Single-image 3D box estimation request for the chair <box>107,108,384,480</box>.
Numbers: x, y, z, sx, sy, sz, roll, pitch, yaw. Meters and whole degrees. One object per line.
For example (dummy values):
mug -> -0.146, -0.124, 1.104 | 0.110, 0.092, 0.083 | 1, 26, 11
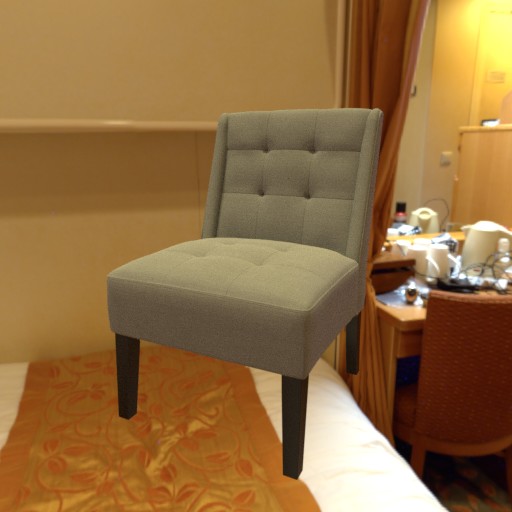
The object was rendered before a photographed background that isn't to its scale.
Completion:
chair -> 0.000, 0.000, 1.304 | 0.569, 0.853, 0.676 | 7, 16, 26
